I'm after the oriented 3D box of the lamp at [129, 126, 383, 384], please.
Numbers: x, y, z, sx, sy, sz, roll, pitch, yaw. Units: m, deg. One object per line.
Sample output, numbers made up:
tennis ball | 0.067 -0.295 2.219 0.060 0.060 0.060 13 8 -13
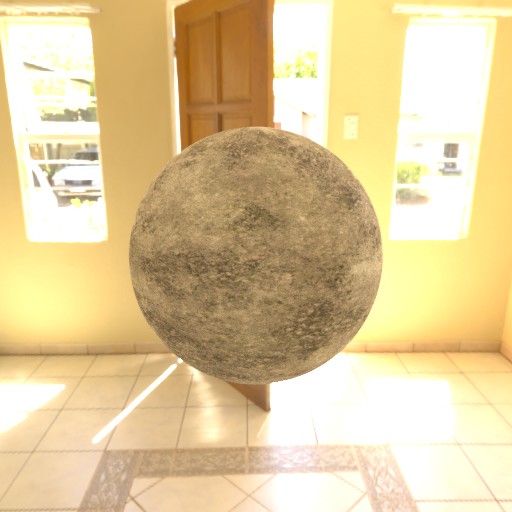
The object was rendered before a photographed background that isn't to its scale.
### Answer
lamp | 0.000 0.000 0.765 0.422 0.429 0.422 0 16 0
